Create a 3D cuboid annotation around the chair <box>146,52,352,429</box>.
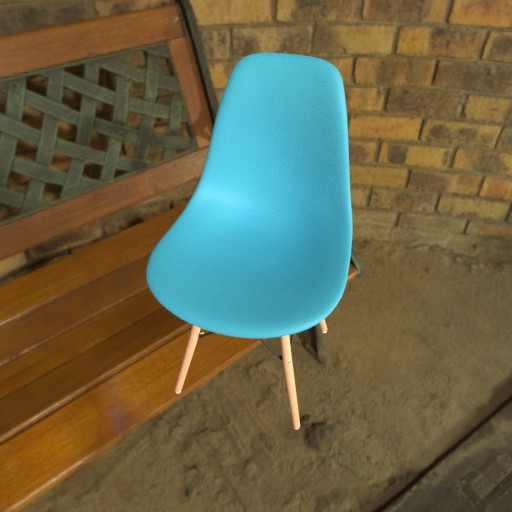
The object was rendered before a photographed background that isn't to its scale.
[{"bbox_3d":[0.000,0.000,1.124,0.470,0.826,0.531,12,42,14],"label":"chair"}]
